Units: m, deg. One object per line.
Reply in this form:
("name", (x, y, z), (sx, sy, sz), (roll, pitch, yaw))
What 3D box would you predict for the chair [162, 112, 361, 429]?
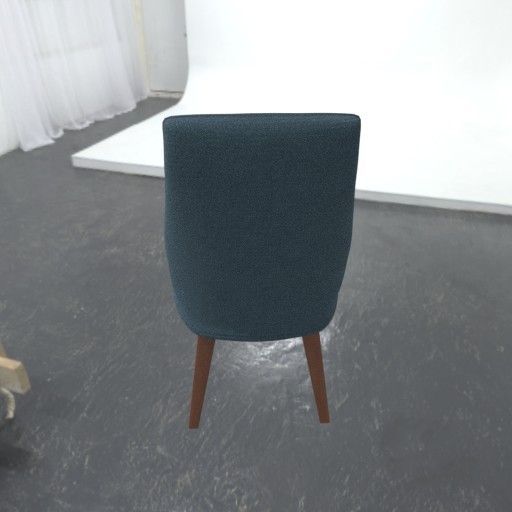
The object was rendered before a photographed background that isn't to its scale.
("chair", (0.000, 0.000, 1.278), (0.500, 0.930, 0.620), (-1, 31, -2))
